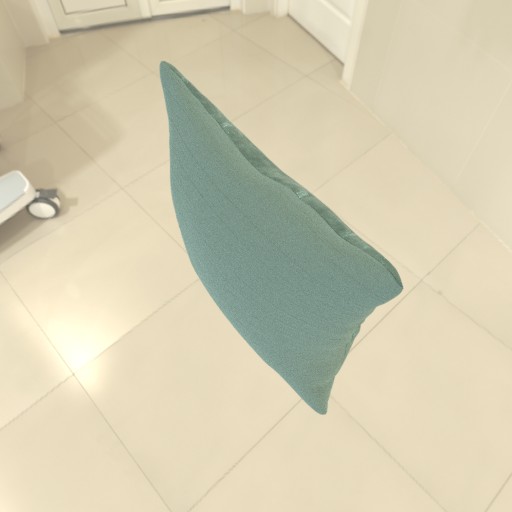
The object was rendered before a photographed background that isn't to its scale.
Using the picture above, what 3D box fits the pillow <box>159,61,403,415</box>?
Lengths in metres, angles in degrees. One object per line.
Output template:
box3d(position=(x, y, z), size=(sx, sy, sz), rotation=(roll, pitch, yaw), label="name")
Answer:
box3d(position=(0.000, 0.000, 0.725), size=(0.175, 0.464, 0.470), rotation=(-31, 63, -18), label="pillow")
